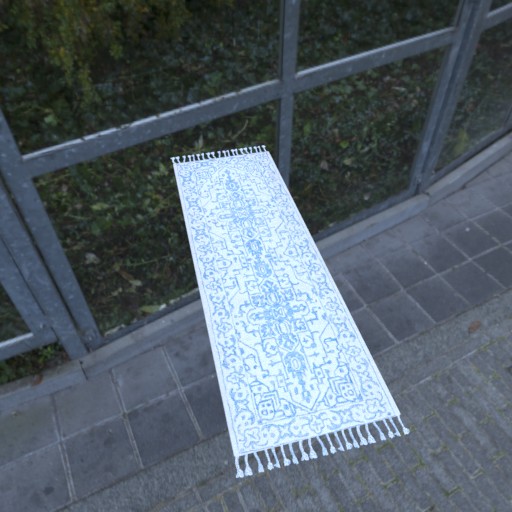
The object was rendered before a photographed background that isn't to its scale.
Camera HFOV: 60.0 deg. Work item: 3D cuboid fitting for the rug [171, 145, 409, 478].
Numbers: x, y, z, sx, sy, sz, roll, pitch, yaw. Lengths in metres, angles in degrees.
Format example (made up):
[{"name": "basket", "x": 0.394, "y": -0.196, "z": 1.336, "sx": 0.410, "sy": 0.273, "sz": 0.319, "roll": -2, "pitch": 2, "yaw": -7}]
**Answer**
[{"name": "rug", "x": 0.000, "y": 0.000, "z": 2.696, "sx": 0.774, "sy": 0.011, "sz": 2.449, "roll": -10, "pitch": 46, "yaw": -10}]
